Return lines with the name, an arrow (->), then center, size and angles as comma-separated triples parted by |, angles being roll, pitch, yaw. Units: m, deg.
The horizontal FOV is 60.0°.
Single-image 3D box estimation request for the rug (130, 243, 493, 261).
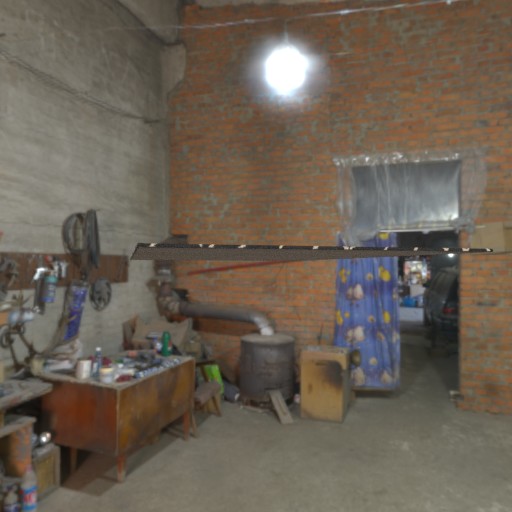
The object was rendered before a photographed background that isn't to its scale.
rug -> 0.000, 0.000, 2.265 | 1.223, 0.013, 1.830 | 0, -2, -16
